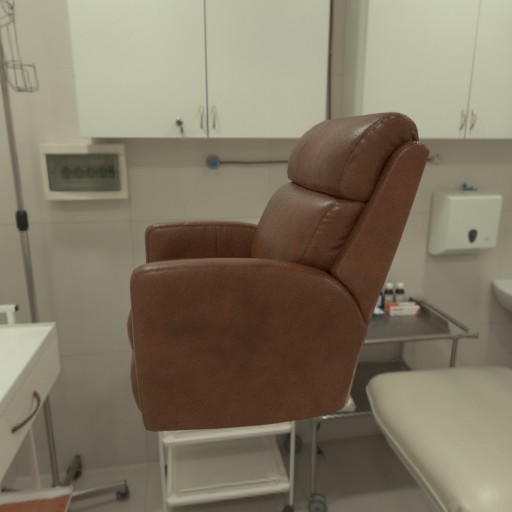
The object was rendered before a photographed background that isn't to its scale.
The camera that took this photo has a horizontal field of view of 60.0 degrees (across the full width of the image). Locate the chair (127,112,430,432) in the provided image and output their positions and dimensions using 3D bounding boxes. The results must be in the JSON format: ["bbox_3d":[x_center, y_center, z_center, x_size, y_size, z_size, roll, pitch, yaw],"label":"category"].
[{"bbox_3d":[0.000,0.000,1.676,0.939,1.016,0.787,-3,15,-10],"label":"chair"}]
